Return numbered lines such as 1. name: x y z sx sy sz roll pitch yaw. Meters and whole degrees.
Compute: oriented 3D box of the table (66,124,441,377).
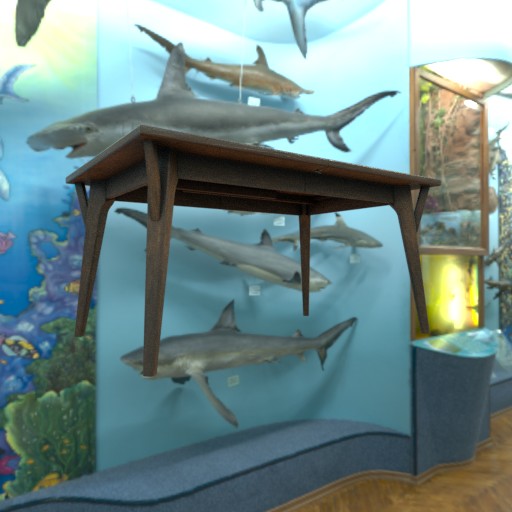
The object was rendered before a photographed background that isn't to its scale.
1. table: 0.000 0.000 2.140 1.524 0.761 0.990 1 -1 -35
